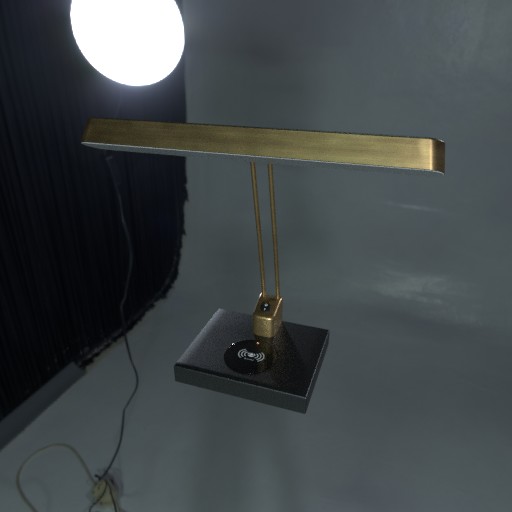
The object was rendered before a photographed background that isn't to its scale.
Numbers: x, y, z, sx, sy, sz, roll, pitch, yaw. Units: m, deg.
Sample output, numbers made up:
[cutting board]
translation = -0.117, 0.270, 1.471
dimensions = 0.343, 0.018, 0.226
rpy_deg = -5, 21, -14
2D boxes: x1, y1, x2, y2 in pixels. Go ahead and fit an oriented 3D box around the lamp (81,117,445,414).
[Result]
[lamp]
translation = 0.000, 0.000, 0.581
dimensions = 0.412, 0.345, 0.156
rpy_deg = 9, 27, 17
